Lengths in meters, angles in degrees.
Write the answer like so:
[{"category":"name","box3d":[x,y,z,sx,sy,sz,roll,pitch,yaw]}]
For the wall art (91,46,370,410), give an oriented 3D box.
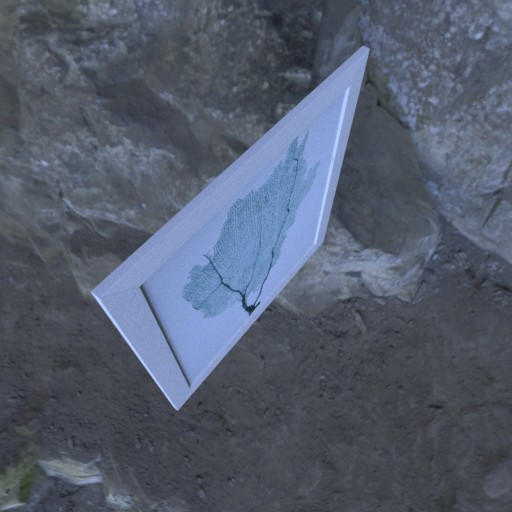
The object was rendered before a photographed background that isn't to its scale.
[{"category":"wall art","box3d":[0.000,0.000,0.852,0.015,0.577,0.572,35,65,19]}]
